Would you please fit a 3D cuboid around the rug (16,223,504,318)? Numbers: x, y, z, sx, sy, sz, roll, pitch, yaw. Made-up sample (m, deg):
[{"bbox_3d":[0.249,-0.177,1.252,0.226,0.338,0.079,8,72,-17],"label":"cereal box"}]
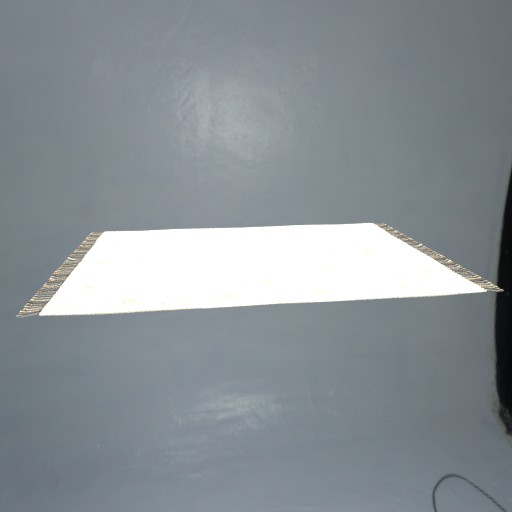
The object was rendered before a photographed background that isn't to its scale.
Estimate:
[{"bbox_3d":[0.000,0.000,2.234,1.861,0.017,1.218,-2,17,-7],"label":"rug"}]
